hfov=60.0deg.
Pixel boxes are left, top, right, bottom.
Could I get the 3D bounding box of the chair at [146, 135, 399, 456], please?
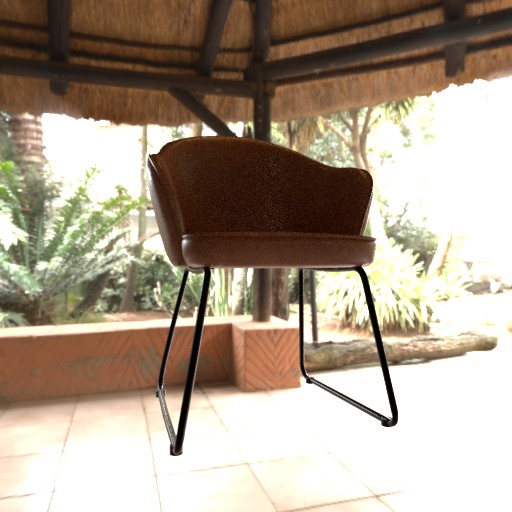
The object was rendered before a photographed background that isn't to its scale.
[{"bbox_3d":[0.000,0.000,1.189,0.582,0.785,0.580,0,0,-18],"label":"chair"}]
